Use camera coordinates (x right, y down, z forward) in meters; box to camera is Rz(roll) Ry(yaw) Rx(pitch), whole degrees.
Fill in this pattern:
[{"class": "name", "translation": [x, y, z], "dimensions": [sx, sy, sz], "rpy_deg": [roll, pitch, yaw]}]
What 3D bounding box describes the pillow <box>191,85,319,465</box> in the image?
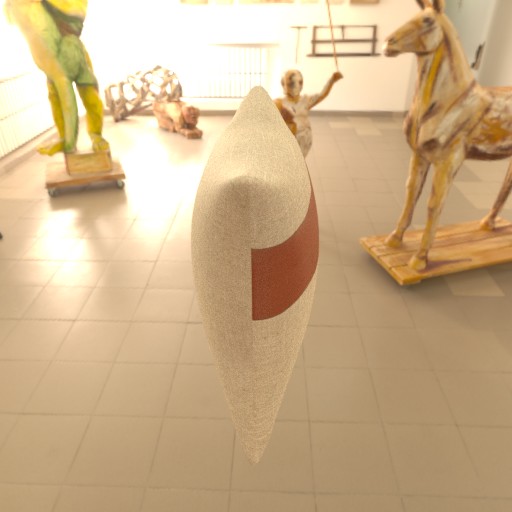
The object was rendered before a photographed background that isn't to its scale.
[{"class": "pillow", "translation": [0.000, 0.000, 0.646], "dimensions": [0.173, 0.399, 0.414], "rpy_deg": [1, 31, 1]}]
